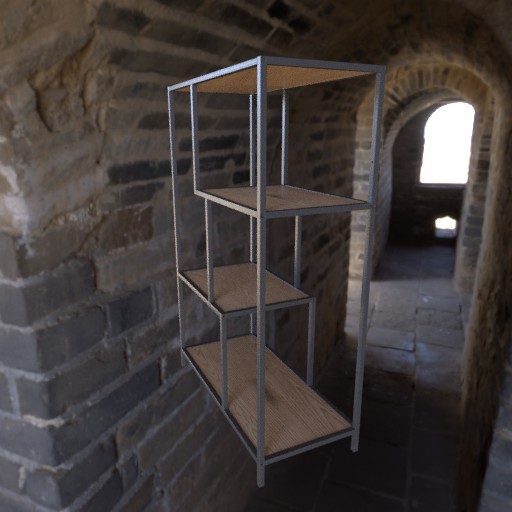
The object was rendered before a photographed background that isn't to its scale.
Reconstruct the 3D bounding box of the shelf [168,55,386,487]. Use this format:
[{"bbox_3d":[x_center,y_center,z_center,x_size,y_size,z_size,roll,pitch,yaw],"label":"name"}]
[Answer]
[{"bbox_3d":[0.000,0.000,1.521,0.350,1.138,0.770,-7,17,-25],"label":"shelf"}]
